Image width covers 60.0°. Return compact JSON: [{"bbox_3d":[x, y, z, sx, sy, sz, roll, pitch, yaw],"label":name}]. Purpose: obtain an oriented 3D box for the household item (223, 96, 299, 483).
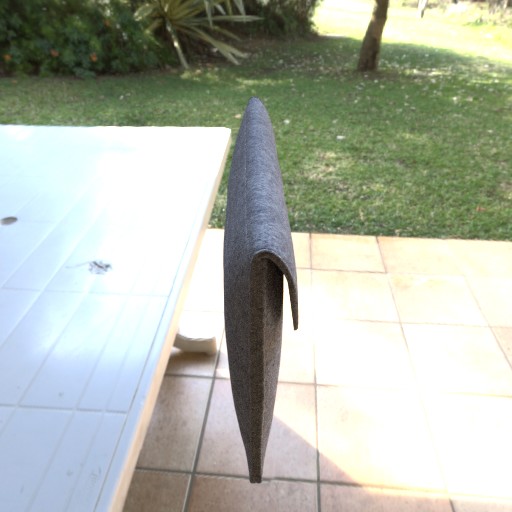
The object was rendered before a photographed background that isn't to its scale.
[{"bbox_3d":[0.000,0.000,0.429,0.057,0.221,0.335,-1,33,-1],"label":"household item"}]
